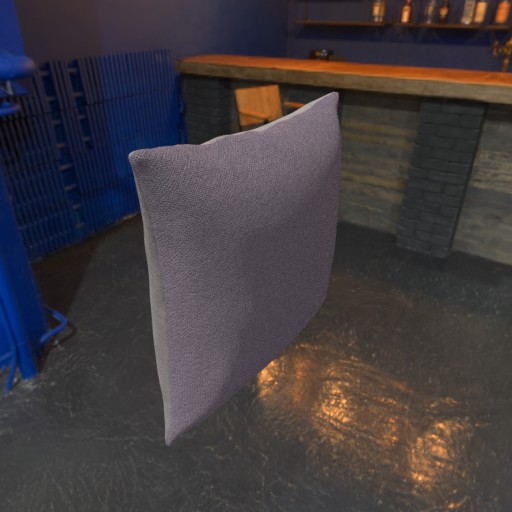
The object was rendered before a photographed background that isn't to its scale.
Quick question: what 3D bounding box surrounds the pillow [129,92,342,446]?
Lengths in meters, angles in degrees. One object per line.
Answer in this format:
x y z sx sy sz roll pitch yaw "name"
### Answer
0.000 0.000 0.701 0.204 0.439 0.452 19 34 31 "pillow"
